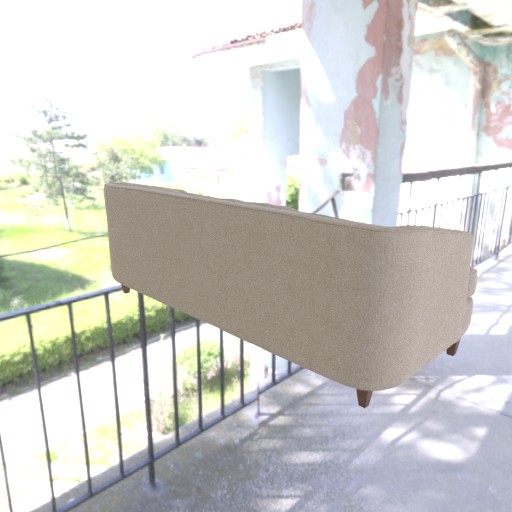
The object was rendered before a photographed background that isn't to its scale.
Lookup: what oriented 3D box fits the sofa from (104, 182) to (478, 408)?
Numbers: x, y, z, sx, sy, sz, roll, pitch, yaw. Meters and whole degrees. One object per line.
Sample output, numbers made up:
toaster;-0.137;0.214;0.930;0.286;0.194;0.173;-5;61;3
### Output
sofa;0.000;0.000;2.635;2.235;0.788;0.913;15;21;43
